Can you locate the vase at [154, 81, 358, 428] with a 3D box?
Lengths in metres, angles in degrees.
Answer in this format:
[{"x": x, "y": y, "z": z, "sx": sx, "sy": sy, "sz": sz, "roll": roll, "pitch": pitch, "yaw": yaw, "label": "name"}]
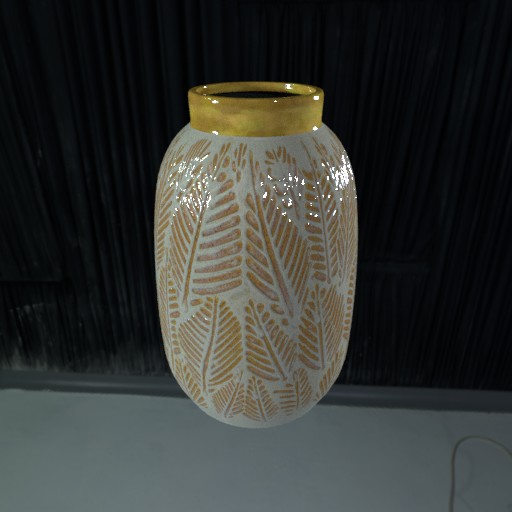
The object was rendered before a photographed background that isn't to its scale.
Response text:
[{"x": 0.000, "y": 0.000, "z": 0.380, "sx": 0.172, "sy": 0.270, "sz": 0.172, "roll": 0, "pitch": 28, "yaw": 0, "label": "vase"}]
